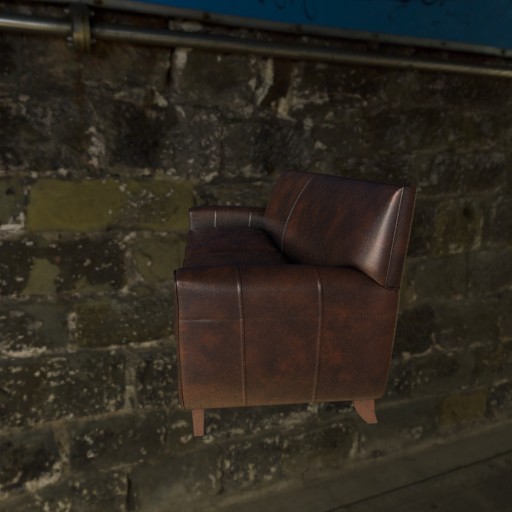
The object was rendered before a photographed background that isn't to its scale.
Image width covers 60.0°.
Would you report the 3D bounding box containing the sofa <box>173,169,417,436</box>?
[{"bbox_3d":[0.000,0.000,2.389,0.786,0.871,1.995,-1,13,-7],"label":"sofa"}]
